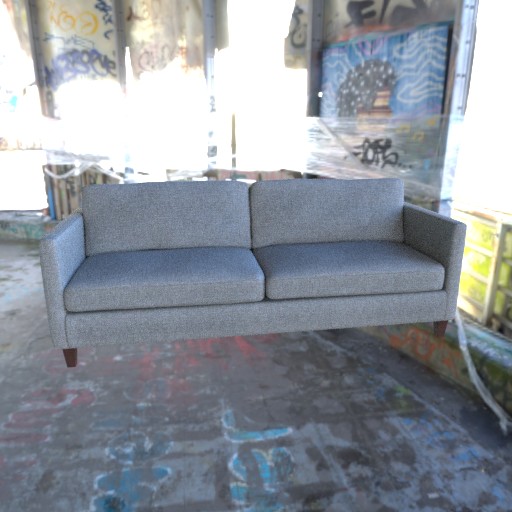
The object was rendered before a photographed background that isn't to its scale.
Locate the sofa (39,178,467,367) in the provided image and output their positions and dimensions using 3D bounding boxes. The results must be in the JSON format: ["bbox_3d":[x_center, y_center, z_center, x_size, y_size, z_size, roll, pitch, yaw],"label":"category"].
[{"bbox_3d":[0.000,0.000,2.938,2.434,0.951,0.948,-3,17,-9],"label":"sofa"}]
